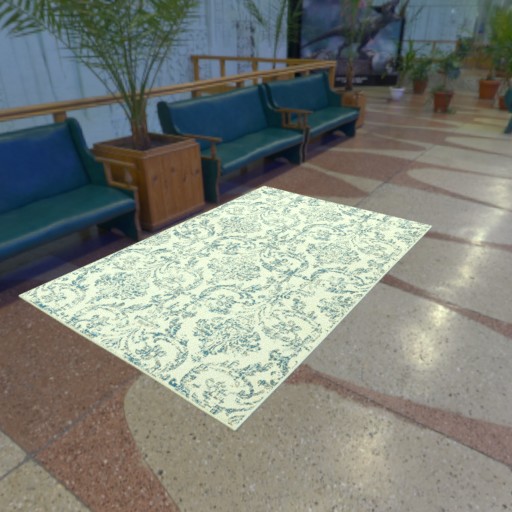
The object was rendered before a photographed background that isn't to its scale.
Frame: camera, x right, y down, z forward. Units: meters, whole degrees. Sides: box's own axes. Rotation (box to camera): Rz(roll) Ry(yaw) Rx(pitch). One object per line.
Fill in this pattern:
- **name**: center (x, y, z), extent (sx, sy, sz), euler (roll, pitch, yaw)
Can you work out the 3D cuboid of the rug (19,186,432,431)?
- **rug**: center (0.000, 0.000, 3.384), extent (1.819, 0.018, 2.746), euler (19, 33, 32)
